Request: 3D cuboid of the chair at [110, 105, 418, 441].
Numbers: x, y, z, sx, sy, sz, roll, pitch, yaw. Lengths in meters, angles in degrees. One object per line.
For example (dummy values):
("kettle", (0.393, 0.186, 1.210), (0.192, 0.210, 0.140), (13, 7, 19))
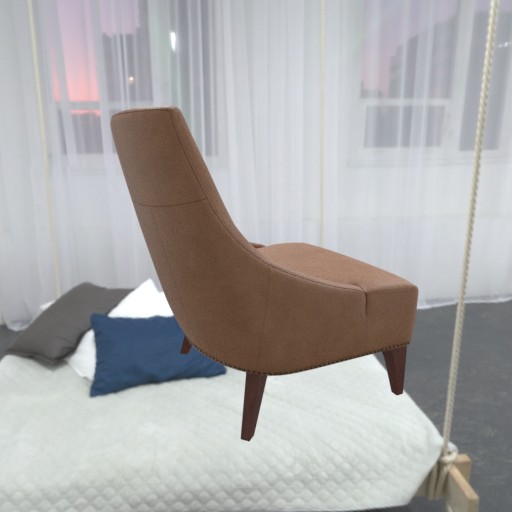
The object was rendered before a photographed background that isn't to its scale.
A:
("chair", (0.000, 0.000, 1.495), (0.861, 0.909, 0.701), (-7, 16, -25))
